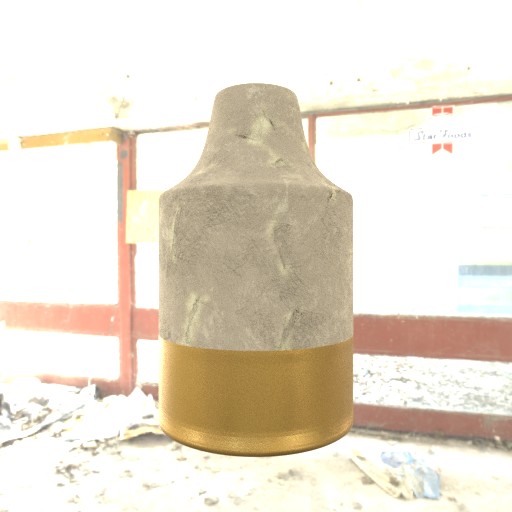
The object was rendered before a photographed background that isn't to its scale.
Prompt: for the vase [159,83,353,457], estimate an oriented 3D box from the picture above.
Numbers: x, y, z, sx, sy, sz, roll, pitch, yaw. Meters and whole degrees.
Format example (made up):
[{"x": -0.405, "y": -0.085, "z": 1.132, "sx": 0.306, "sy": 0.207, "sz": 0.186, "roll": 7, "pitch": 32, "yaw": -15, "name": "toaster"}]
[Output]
[{"x": 0.000, "y": 0.000, "z": 0.428, "sx": 0.184, "sy": 0.305, "sz": 0.184, "roll": 0, "pitch": 0, "yaw": 0, "name": "vase"}]
